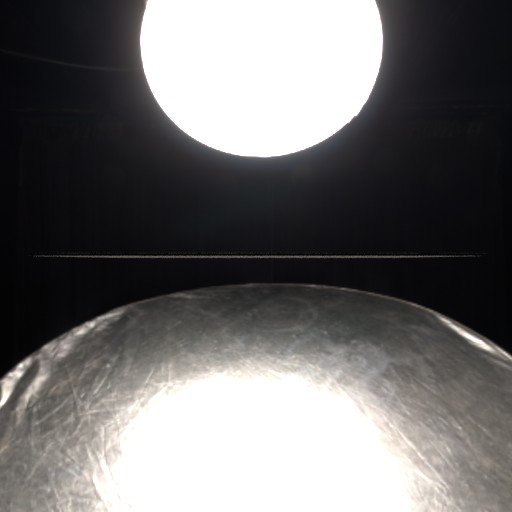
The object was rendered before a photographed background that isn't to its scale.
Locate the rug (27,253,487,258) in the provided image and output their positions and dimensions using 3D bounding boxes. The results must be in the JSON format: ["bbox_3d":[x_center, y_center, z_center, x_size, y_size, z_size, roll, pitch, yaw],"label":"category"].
[{"bbox_3d":[0.000,0.000,2.949,2.294,0.014,1.528,0,-1,0],"label":"rug"}]
